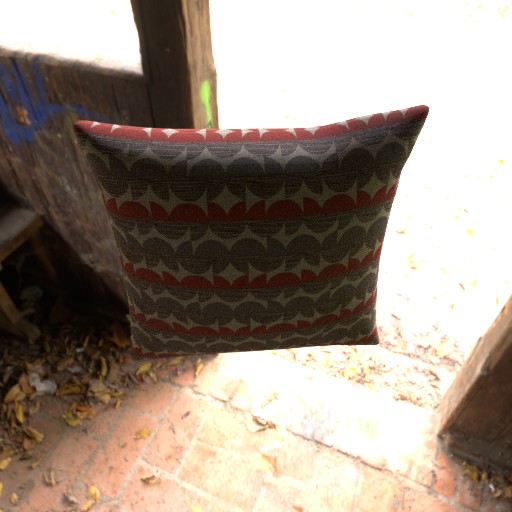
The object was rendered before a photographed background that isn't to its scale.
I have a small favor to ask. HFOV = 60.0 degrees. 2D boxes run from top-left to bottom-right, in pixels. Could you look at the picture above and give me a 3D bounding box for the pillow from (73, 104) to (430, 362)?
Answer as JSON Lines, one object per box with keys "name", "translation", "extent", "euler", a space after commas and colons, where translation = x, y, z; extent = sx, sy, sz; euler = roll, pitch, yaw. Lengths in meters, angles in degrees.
{"name": "pillow", "translation": [0.000, 0.000, 0.631], "extent": [0.420, 0.410, 0.180], "euler": [-4, 46, -4]}
